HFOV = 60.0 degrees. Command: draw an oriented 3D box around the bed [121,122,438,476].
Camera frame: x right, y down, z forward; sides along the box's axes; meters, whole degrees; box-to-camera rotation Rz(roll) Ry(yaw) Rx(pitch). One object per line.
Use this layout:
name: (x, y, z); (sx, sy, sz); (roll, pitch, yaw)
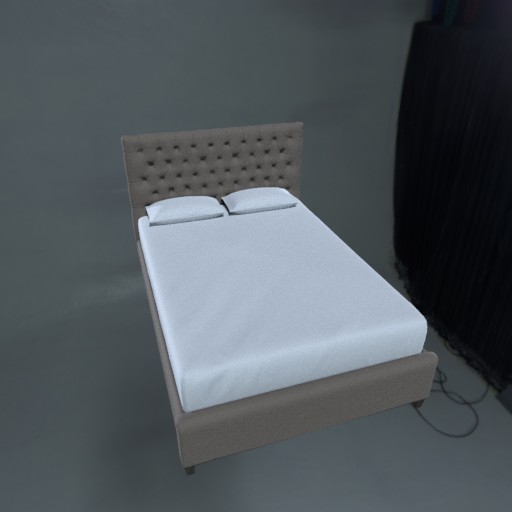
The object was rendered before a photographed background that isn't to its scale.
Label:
bed: (0.000, 0.000, 3.430); (1.698, 1.427, 2.387); (-9, 31, -16)
